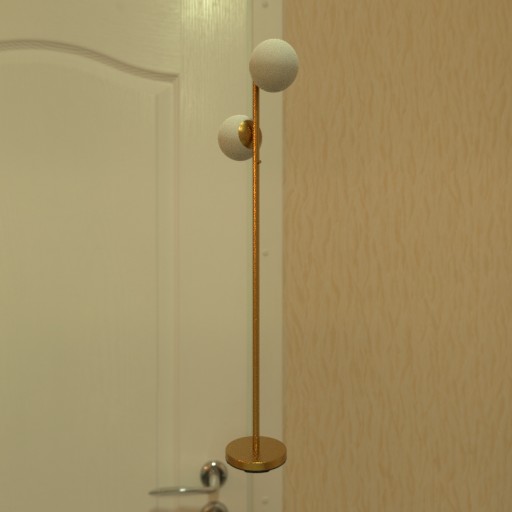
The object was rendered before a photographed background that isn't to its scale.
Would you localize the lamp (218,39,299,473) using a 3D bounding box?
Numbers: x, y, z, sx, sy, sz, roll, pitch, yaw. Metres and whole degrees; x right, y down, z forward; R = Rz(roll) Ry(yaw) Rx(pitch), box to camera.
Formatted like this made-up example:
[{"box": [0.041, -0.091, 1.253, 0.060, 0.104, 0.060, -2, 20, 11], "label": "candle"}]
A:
[{"box": [0.000, 0.000, 1.792, 0.249, 1.641, 0.419, 0, 0, -37], "label": "lamp"}]
